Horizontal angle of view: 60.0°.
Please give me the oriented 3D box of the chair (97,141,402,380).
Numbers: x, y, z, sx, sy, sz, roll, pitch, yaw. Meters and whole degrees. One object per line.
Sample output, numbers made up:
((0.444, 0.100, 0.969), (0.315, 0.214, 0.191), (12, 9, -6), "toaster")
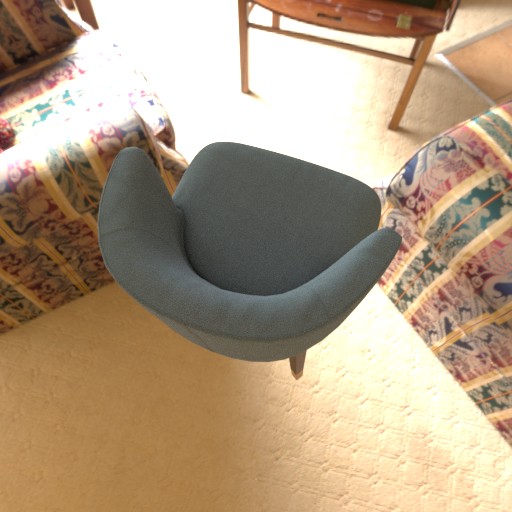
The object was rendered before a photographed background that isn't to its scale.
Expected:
((0.000, 0.000, 1.274), (0.661, 0.760, 0.702), (19, 65, 9), "chair")
